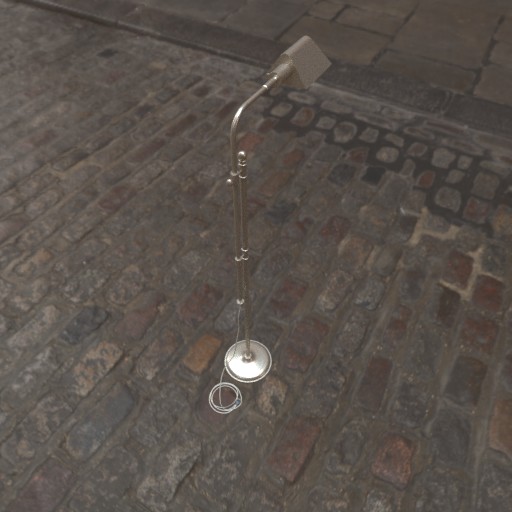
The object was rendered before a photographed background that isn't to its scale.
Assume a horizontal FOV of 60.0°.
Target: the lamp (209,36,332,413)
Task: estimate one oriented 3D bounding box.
[{"bbox_3d":[0.000,0.000,1.893,0.256,1.571,0.813,23,52,19],"label":"lamp"}]
